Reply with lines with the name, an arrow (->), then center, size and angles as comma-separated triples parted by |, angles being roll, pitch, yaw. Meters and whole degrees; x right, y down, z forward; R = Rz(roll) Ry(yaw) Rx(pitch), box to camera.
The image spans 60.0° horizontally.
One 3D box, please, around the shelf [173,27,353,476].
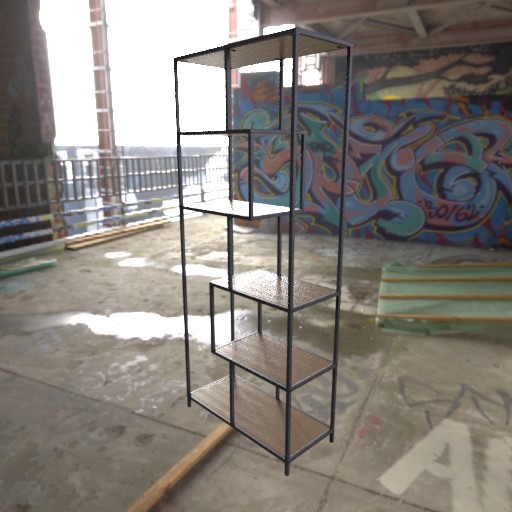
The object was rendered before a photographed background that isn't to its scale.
shelf -> 0.000, 0.000, 2.160 | 0.350, 1.850, 0.770 | -13, 19, -42
